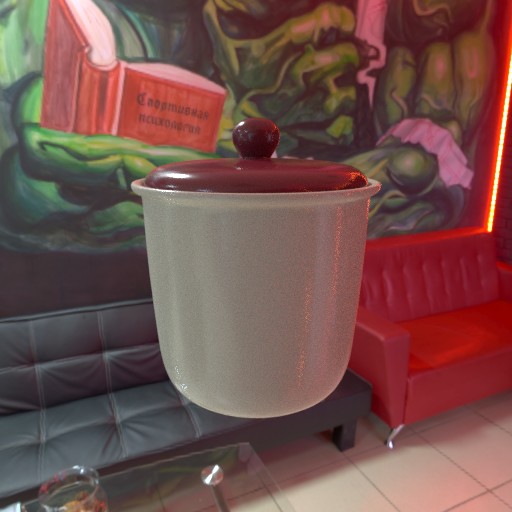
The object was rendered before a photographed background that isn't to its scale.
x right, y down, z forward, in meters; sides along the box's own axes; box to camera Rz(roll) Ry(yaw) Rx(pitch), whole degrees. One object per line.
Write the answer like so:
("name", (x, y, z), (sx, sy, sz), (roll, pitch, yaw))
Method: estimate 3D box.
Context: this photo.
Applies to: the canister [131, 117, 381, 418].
("canister", (0.000, 0.000, 0.348), (0.182, 0.208, 0.182), (0, 15, 0))
